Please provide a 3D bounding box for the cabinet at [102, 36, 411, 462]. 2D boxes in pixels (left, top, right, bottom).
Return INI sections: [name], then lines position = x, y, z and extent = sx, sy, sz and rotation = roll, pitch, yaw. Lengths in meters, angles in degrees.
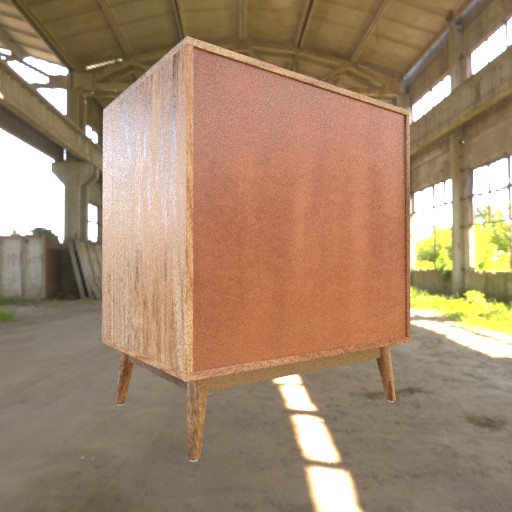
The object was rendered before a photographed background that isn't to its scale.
[cabinet]
position = 0.000, 0.000, 1.149
extent = 0.647, 0.758, 0.473
rotation = 1, -1, -36
